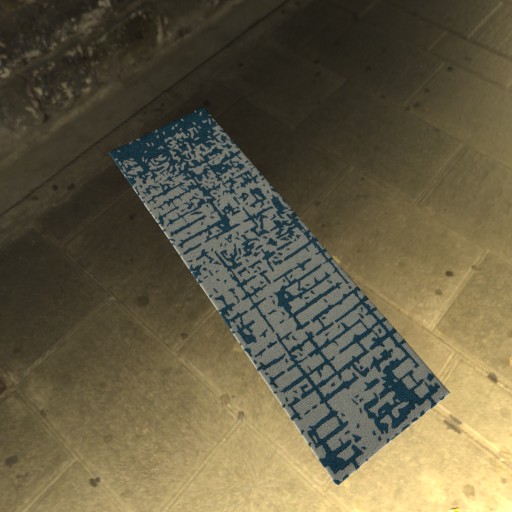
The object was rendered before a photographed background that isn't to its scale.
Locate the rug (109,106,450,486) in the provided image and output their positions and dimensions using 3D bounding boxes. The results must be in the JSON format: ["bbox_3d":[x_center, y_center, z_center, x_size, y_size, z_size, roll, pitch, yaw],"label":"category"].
[{"bbox_3d":[0.000,0.000,2.636,0.750,0.011,2.435,-31,67,-15],"label":"rug"}]
